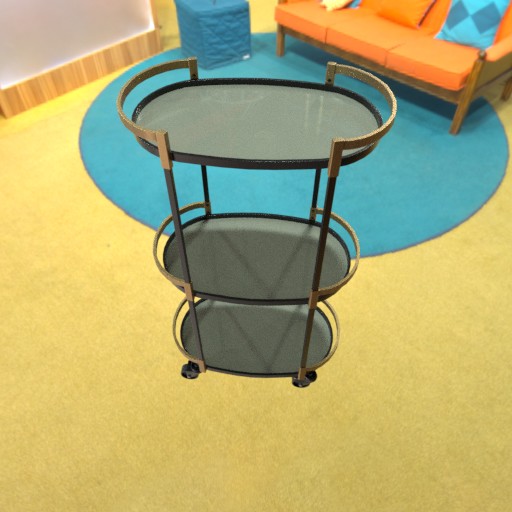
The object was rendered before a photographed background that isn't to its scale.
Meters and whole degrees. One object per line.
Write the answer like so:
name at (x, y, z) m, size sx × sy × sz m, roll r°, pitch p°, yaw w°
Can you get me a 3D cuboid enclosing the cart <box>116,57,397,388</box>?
cart at (0.000, 0.000, 1.147) m, size 0.515 × 0.885 × 0.311 m, roll 3°, pitch 47°, yaw 3°
